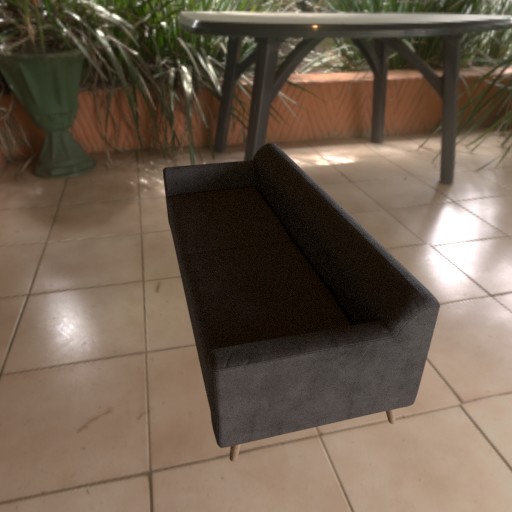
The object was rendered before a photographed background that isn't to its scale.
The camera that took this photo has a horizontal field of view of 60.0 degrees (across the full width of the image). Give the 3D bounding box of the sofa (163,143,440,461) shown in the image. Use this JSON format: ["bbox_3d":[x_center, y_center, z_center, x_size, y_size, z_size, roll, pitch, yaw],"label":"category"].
[{"bbox_3d":[0.000,0.000,2.668,0.900,0.740,2.190,-8,31,-13],"label":"sofa"}]
